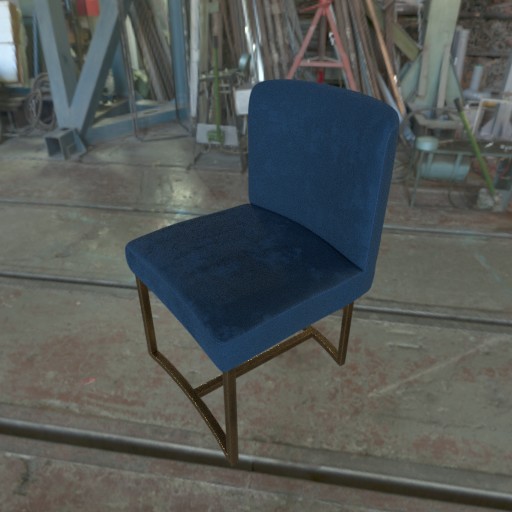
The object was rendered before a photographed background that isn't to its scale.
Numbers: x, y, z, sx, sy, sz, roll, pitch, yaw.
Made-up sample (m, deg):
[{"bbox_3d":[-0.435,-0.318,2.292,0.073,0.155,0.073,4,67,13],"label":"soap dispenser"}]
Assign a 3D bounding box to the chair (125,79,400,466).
[{"bbox_3d":[0.000,0.000,1.208,0.560,0.824,0.530,-21,37,-30],"label":"chair"}]
